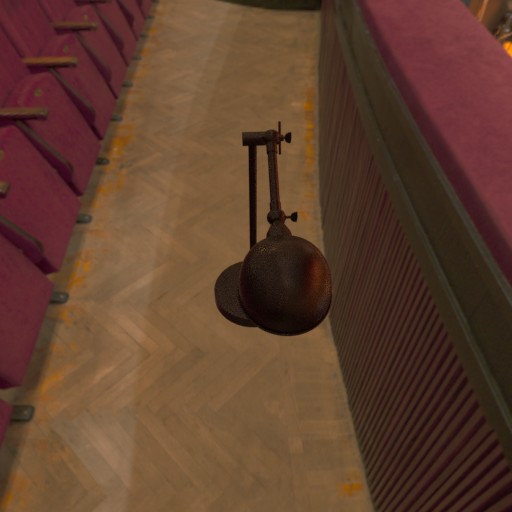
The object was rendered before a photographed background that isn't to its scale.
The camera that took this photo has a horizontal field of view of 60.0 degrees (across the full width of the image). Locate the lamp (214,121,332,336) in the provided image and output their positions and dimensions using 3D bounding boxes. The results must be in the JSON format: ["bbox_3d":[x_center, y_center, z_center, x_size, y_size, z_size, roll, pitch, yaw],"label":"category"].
[{"bbox_3d":[0.000,0.000,0.817,0.185,0.495,0.567,-2,45,-2],"label":"lamp"}]
